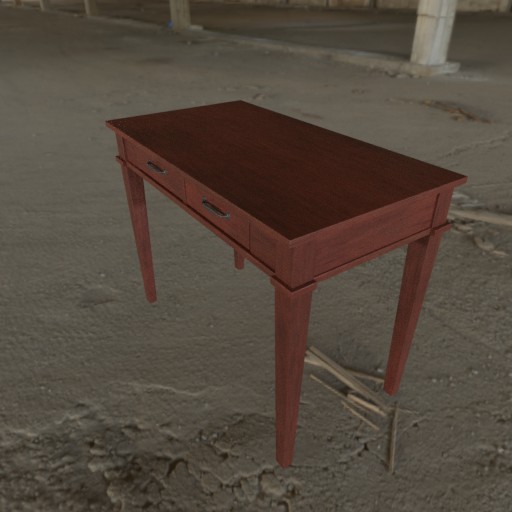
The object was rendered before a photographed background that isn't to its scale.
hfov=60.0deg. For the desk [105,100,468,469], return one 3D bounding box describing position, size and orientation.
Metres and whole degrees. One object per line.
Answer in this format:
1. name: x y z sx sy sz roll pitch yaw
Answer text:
1. desk: 0.000 0.000 1.482 0.549 0.762 1.001 -20 37 -29
